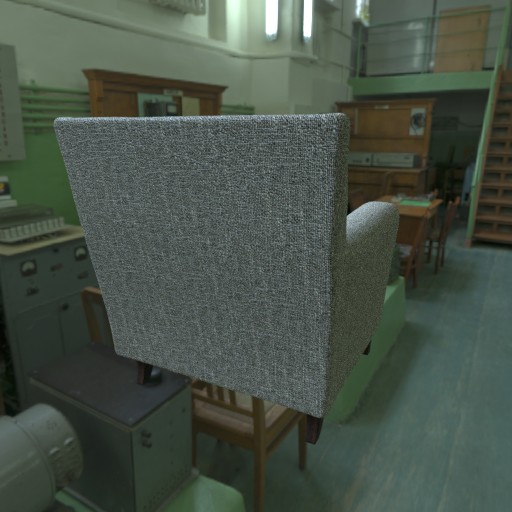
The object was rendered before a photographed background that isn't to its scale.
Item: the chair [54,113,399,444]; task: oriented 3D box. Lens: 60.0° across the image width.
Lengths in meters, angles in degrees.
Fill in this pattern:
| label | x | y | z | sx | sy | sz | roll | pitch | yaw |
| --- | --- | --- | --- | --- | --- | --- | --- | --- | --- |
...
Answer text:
| label | x | y | z | sx | sy | sz | roll | pitch | yaw |
| --- | --- | --- | --- | --- | --- | --- | --- | --- | --- |
| chair | 0.000 | 0.000 | 1.563 | 0.864 | 0.928 | 0.873 | 8 | 18 | 27 |
